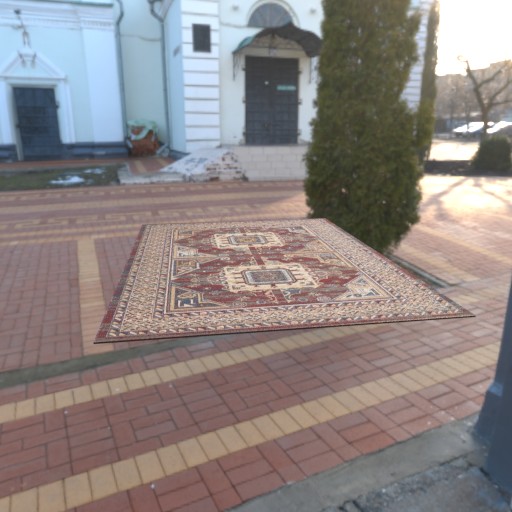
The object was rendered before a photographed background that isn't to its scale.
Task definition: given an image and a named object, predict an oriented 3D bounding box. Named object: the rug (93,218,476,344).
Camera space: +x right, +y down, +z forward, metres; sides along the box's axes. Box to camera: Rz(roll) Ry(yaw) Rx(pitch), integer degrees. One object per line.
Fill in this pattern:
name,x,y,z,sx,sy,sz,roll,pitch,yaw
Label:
rug,0.000,0.000,4.212,2.381,0.013,3.197,-3,17,-9
